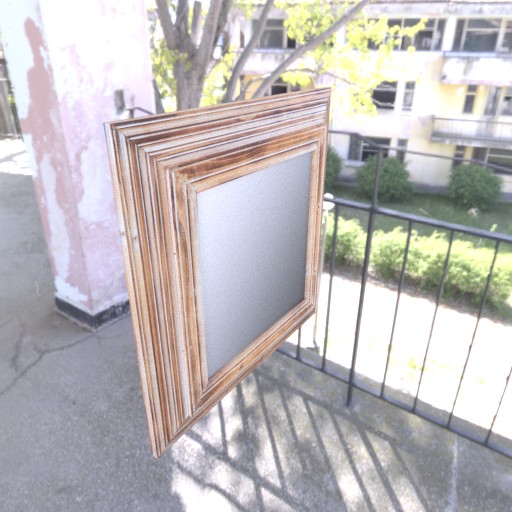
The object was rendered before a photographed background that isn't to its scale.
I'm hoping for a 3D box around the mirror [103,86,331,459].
[{"bbox_3d":[0.000,0.000,1.207,0.061,0.804,0.804,18,31,32],"label":"mirror"}]
